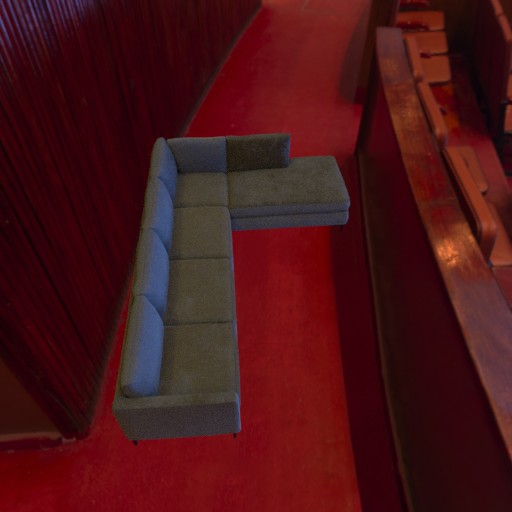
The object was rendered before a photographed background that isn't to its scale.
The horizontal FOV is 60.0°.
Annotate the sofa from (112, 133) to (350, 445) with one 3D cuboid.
[{"bbox_3d":[0.000,0.000,3.312,1.707,0.687,2.486,-3,47,-3],"label":"sofa"}]
